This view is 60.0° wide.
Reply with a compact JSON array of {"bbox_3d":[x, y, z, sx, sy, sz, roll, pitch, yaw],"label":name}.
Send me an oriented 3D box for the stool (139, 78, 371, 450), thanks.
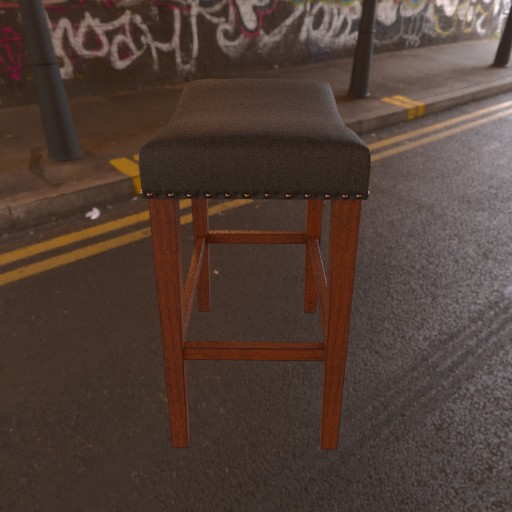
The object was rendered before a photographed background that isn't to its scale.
[{"bbox_3d":[0.000,0.000,0.884,0.320,0.612,0.439,0,32,1],"label":"stool"}]
